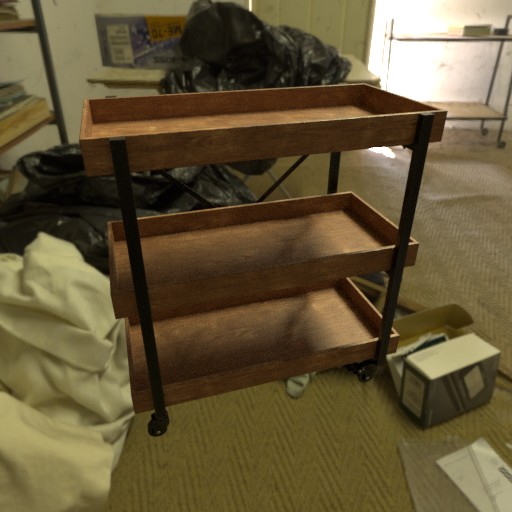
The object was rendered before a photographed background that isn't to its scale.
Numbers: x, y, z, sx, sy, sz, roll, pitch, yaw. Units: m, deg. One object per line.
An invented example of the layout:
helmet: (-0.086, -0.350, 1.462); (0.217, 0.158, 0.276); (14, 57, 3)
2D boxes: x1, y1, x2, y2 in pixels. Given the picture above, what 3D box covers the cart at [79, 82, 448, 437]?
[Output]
cart: (0.000, 0.000, 1.209); (0.750, 0.800, 0.411); (-9, 32, -15)
